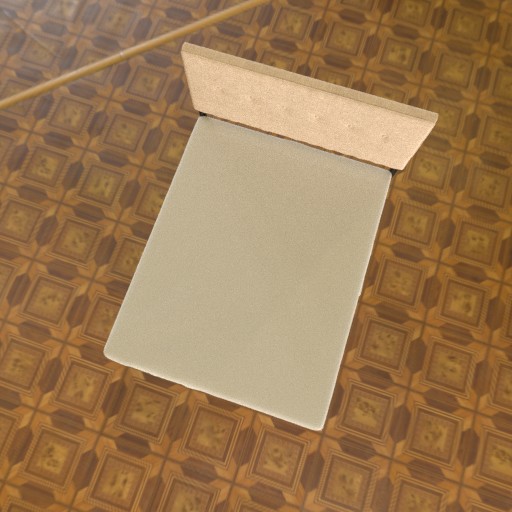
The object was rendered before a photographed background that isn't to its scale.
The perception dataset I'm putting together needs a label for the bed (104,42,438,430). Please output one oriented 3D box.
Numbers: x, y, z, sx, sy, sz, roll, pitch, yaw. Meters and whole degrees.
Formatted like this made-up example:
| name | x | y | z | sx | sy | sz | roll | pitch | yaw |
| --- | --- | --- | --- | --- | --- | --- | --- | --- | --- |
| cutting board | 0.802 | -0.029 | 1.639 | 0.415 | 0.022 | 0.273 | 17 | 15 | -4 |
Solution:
| name | x | y | z | sx | sy | sz | roll | pitch | yaw |
| --- | --- | --- | --- | --- | --- | --- | --- | --- | --- |
| bed | 0.000 | 0.000 | 3.005 | 1.643 | 1.270 | 1.978 | 18 | 76 | 5 |
